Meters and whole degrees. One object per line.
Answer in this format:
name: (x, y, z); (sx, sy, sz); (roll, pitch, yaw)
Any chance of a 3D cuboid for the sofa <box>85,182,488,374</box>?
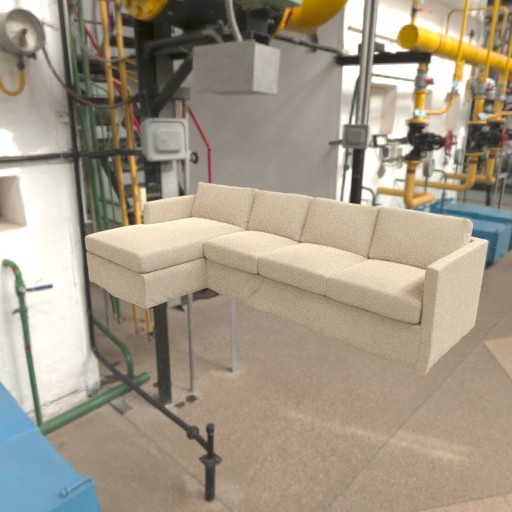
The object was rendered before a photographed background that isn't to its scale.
sofa: (0.000, 0.000, 3.827); (3.205, 0.922, 1.650); (16, 23, 41)
